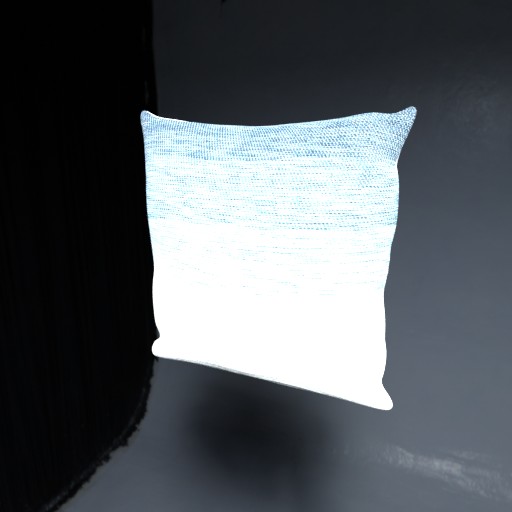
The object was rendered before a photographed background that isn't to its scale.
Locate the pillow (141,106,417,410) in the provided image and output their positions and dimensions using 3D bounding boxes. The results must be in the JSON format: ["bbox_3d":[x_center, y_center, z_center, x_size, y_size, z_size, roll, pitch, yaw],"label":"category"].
[{"bbox_3d":[0.000,0.000,0.688,0.440,0.441,0.182,7,16,25],"label":"pillow"}]
